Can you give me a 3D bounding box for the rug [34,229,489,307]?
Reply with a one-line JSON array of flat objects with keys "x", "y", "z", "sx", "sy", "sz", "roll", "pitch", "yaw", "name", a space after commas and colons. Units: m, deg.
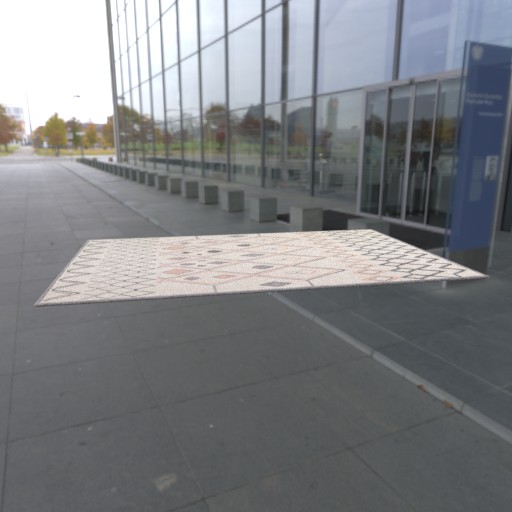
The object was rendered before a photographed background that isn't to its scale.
[{"x": 0.000, "y": 0.000, "z": 3.044, "sx": 2.438, "sy": 0.015, "sz": 1.524, "roll": -3, "pitch": 14, "yaw": -11, "name": "rug"}]
